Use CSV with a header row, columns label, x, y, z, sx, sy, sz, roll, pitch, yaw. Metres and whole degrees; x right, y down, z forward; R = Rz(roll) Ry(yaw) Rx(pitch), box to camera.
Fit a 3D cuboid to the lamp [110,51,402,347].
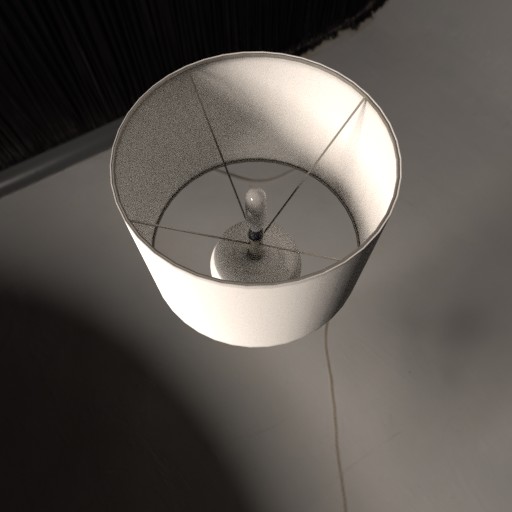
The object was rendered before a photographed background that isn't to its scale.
label,x,y,z,sx,sy,sz,roll,pitch,yaw
lamp,0.000,0.000,0.694,0.310,0.502,0.310,0,64,0
